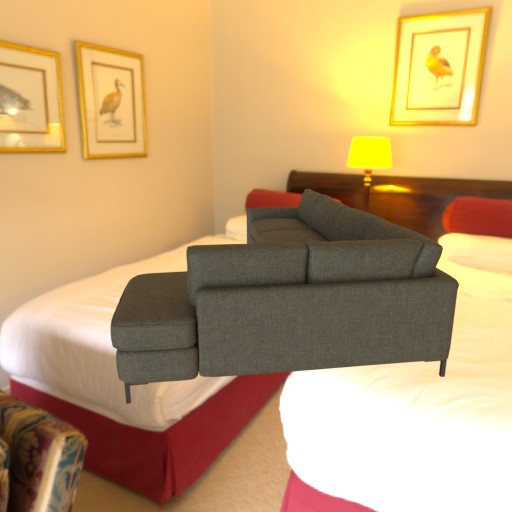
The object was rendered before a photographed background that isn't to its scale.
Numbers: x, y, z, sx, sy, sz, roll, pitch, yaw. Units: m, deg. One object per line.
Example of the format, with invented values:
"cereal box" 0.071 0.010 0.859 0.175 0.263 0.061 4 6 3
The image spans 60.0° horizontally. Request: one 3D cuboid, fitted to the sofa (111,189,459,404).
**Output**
"sofa" 0.000 0.000 3.839 1.984 0.858 2.972 -2 15 -8
